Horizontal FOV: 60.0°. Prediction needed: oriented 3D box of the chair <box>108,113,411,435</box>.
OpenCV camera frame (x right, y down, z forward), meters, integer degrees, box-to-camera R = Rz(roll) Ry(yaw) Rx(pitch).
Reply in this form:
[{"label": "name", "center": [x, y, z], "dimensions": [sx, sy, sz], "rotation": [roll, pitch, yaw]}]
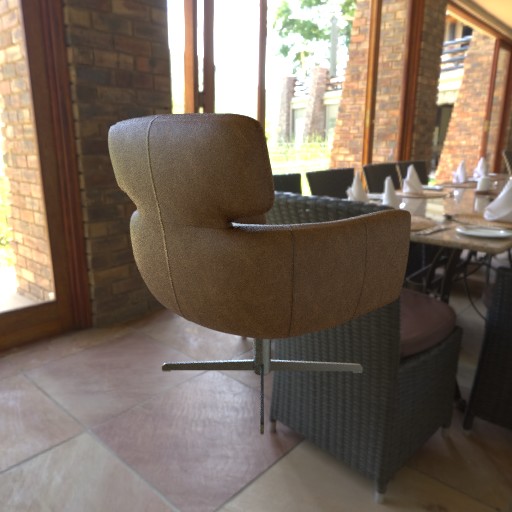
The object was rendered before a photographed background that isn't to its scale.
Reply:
[{"label": "chair", "center": [0.000, 0.000, 1.371], "dimensions": [0.715, 0.812, 0.706], "rotation": [-14, 20, -43]}]
